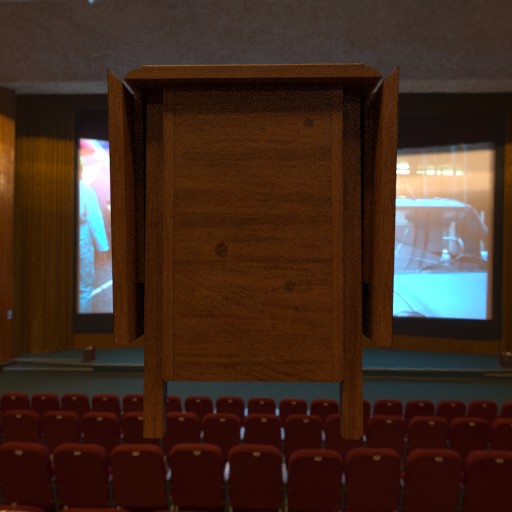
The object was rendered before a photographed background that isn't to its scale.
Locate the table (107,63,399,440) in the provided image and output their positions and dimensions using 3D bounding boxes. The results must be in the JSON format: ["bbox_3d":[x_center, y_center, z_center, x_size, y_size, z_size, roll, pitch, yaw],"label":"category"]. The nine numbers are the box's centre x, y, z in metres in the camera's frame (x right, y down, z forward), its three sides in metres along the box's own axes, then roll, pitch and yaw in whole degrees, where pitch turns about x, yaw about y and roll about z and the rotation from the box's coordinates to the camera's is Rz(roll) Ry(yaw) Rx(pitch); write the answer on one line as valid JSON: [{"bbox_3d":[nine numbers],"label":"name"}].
[{"bbox_3d":[0.000,0.000,1.262,0.591,0.763,0.746,0,-1,1],"label":"table"}]
